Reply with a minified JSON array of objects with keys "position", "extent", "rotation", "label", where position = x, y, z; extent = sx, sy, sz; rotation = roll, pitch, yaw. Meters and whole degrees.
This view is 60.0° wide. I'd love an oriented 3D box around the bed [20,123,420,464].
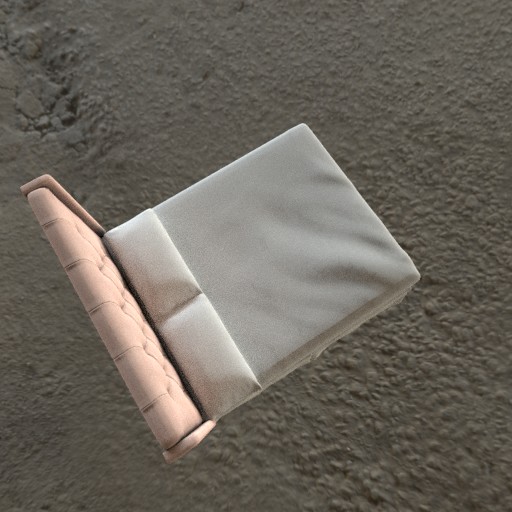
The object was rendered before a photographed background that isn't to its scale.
[{"position":[0.000,0.000,3.220],"extent":[2.066,1.665,1.719],"rotation":[-32,77,-8],"label":"bed"}]
